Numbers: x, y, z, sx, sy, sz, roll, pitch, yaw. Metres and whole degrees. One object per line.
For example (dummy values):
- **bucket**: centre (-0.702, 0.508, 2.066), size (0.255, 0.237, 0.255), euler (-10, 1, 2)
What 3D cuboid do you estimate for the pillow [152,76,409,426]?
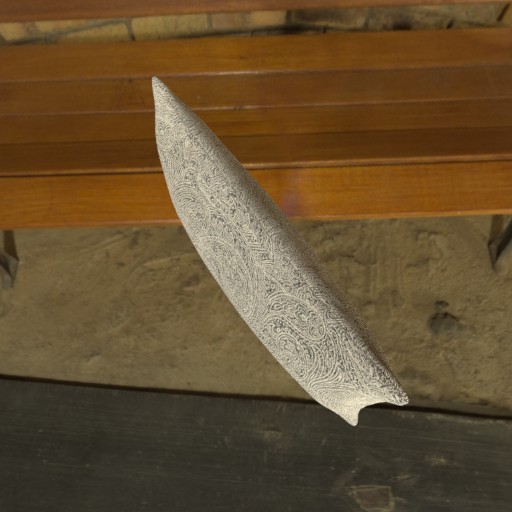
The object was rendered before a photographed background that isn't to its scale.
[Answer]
- **pillow**: centre (0.000, 0.000, 0.740), size (0.151, 0.295, 0.615), euler (-31, 67, -14)
